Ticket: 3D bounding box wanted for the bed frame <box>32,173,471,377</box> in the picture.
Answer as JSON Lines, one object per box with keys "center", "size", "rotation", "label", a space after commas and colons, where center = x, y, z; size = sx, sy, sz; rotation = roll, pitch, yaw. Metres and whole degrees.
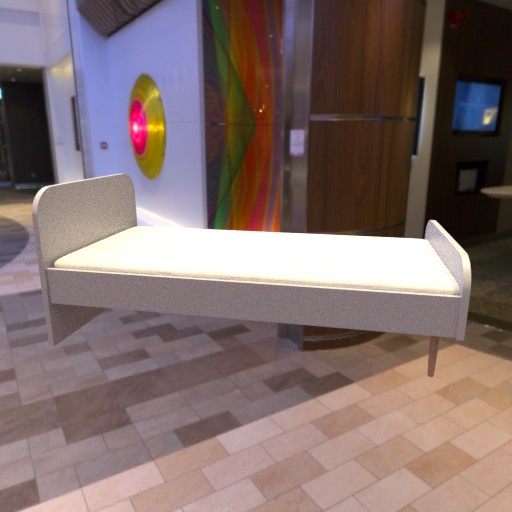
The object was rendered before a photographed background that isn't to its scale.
{"center": [0.000, 0.000, 2.448], "size": [1.963, 0.805, 0.998], "rotation": [3, 16, 11], "label": "bed frame"}
